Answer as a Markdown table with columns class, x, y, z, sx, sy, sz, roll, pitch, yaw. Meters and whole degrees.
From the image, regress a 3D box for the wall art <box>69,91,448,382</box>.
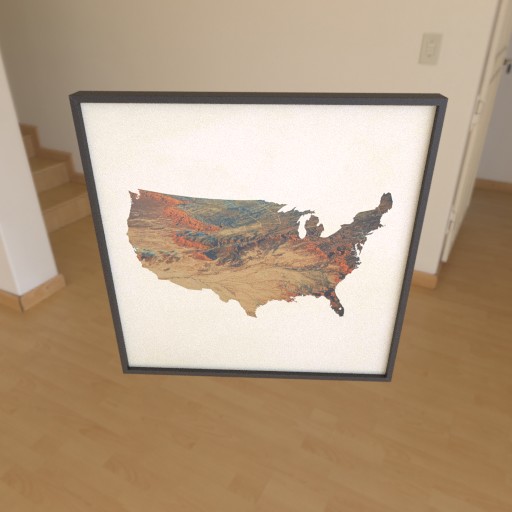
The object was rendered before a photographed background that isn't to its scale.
| class | x | y | z | sx | sy | sz | roll | pitch | yaw |
| --- | --- | --- | --- | --- | --- | --- | --- | --- | --- |
| wall art | 0.000 | 0.000 | 0.730 | 0.507 | 0.507 | 0.038 | 1 | 29 | 2 |
